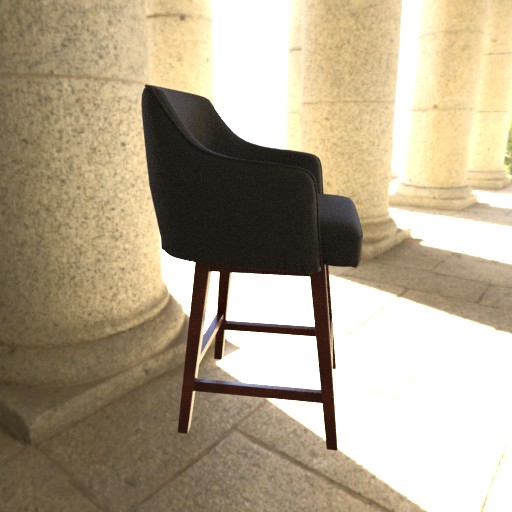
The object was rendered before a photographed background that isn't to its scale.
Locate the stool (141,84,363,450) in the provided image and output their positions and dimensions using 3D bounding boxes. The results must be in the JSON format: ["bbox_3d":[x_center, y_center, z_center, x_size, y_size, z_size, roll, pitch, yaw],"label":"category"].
[{"bbox_3d":[0.000,0.000,1.268,0.558,0.912,0.548,3,17,9],"label":"stool"}]
